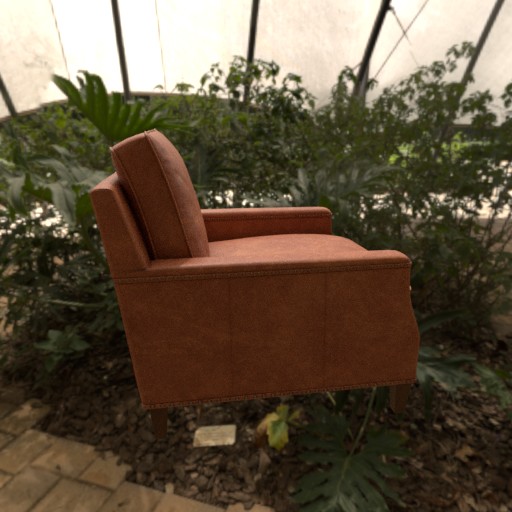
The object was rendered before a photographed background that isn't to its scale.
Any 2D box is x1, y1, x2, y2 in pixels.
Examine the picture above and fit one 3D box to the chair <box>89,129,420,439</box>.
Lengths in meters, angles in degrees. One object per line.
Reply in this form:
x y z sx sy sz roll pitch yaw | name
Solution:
0.000 0.000 1.713 1.014 0.943 0.853 -3 17 -9 | chair
